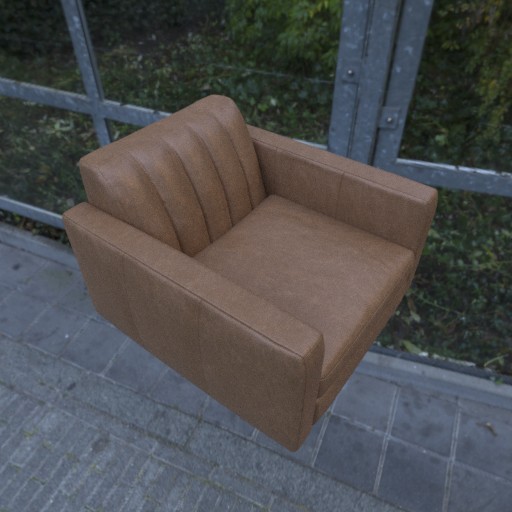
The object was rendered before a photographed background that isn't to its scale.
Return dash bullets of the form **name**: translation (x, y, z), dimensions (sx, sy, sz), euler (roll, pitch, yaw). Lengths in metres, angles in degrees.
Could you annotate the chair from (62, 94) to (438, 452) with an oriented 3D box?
- **chair**: translation (0.000, 0.000, 1.676), dimensions (0.998, 0.819, 0.953), euler (27, 48, 27)
